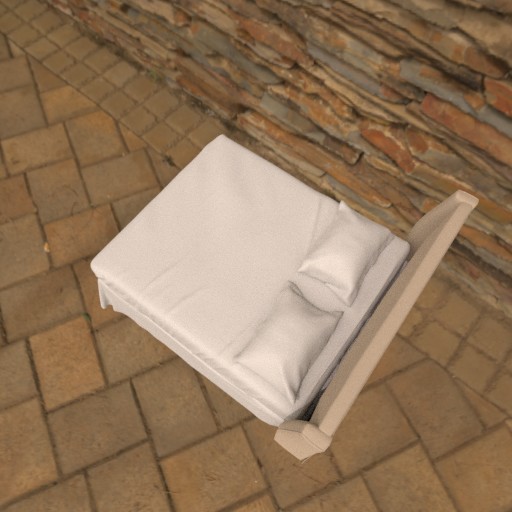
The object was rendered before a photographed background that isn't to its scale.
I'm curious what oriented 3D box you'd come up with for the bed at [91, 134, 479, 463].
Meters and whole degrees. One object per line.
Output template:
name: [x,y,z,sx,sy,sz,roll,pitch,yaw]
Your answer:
bed: [0.000,0.000,3.435,2.276,1.332,1.925,33,68,16]
